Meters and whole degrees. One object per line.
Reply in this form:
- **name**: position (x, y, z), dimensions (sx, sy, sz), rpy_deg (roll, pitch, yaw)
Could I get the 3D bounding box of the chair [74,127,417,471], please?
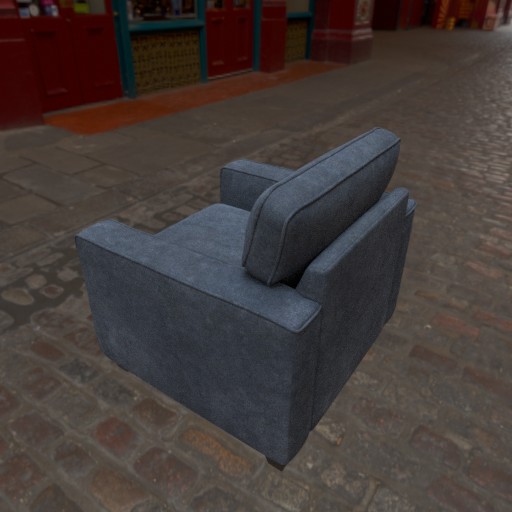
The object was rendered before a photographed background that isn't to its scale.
- **chair**: position (0.000, 0.000, 1.776), dimensions (0.939, 0.965, 1.015), rpy_deg (20, 36, 29)
